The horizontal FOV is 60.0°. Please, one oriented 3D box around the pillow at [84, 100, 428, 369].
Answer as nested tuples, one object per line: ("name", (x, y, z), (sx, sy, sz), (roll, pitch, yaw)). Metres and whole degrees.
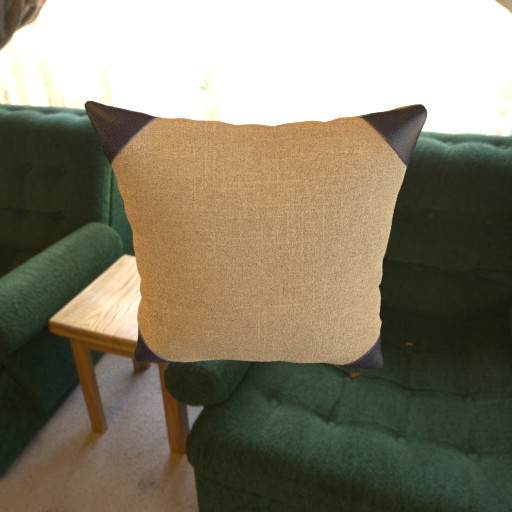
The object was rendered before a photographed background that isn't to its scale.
("pillow", (0.000, 0.000, 0.664), (0.440, 0.441, 0.147), (1, 30, 1))
